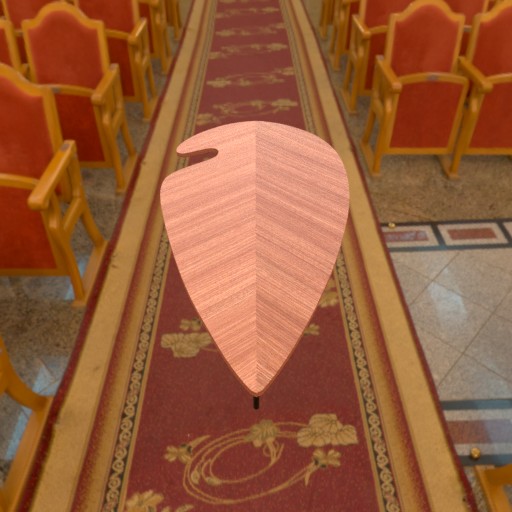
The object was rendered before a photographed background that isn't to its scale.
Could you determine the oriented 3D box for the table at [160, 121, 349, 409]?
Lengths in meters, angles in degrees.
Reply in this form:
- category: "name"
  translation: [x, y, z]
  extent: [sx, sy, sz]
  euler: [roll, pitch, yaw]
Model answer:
- category: "table"
  translation: [0.000, 0.000, 1.426]
  extent: [0.598, 0.360, 1.199]
  euler: [0, 42, 0]
